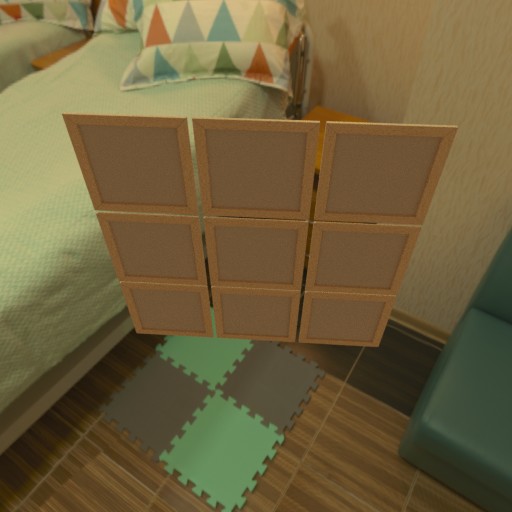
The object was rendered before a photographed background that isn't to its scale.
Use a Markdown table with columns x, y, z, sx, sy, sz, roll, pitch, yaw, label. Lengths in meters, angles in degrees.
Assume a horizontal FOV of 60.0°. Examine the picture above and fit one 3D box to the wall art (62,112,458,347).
| x | y | z | sx | sy | sz | roll | pitch | yaw | label |
| --- | --- | --- | --- | --- | --- | --- | --- | --- | --- |
| 0.000 | 0.000 | 2.242 | 1.519 | 1.507 | 0.014 | 3 | 46 | 3 | wall art |
